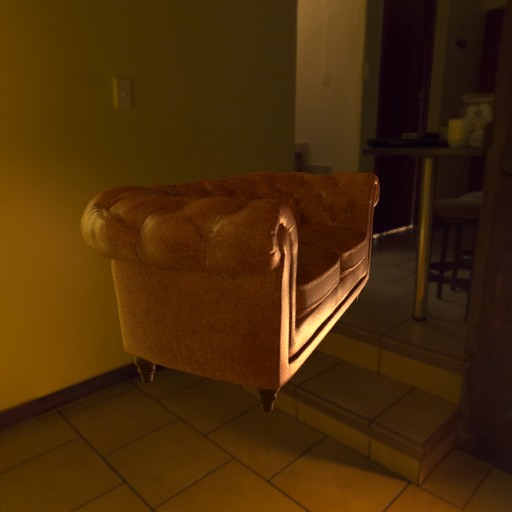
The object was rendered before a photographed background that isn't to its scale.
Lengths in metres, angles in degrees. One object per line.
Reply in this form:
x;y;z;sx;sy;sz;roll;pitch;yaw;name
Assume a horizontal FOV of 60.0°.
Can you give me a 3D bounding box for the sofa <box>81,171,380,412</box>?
0.000;0.000;2.519;1.042;0.877;1.979;6;15;25;sofa
